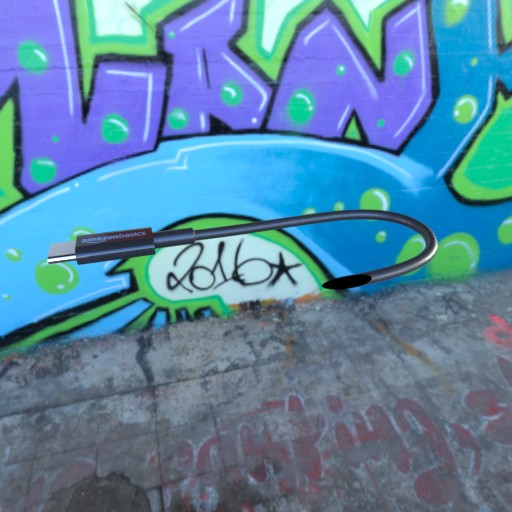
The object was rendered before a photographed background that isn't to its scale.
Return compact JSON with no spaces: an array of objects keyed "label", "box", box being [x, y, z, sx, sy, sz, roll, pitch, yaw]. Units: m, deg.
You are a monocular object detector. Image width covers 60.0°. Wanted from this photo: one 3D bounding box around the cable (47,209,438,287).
[{"label":"cable","box":[0.000,0.000,0.110,0.098,0.006,0.040,-8,32,-13]}]
